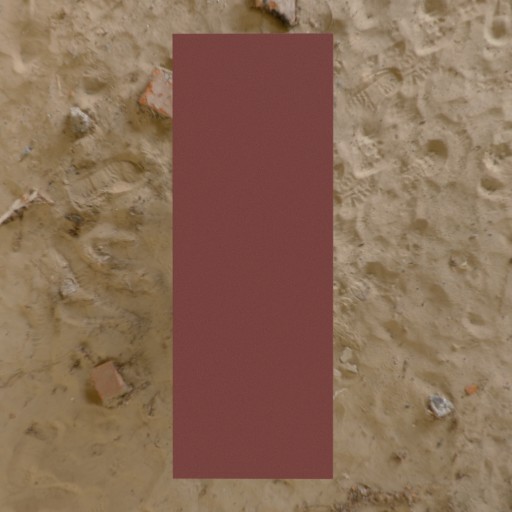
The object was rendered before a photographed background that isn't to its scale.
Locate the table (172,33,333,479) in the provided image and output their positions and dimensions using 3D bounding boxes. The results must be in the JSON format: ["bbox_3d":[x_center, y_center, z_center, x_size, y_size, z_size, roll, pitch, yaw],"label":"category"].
[{"bbox_3d":[0.000,0.000,1.438,0.397,0.753,1.068,0,90,0],"label":"table"}]
